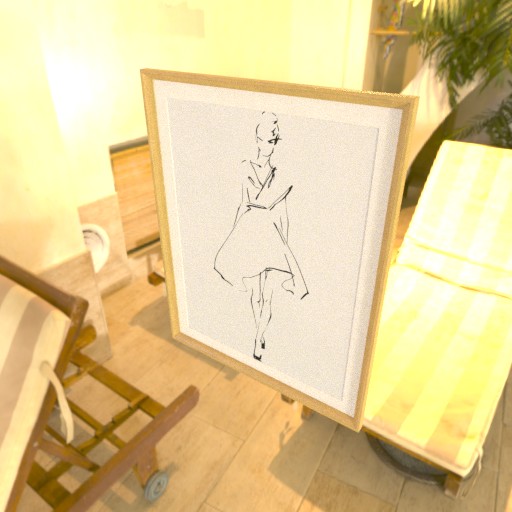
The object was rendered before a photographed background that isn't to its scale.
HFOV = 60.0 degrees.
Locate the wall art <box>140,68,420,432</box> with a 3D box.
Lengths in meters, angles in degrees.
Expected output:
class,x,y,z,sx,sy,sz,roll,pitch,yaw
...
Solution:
class,x,y,z,sx,sy,sz,roll,pitch,yaw
wall art,0.000,0.000,1.345,0.798,1.002,0.030,19,35,30
